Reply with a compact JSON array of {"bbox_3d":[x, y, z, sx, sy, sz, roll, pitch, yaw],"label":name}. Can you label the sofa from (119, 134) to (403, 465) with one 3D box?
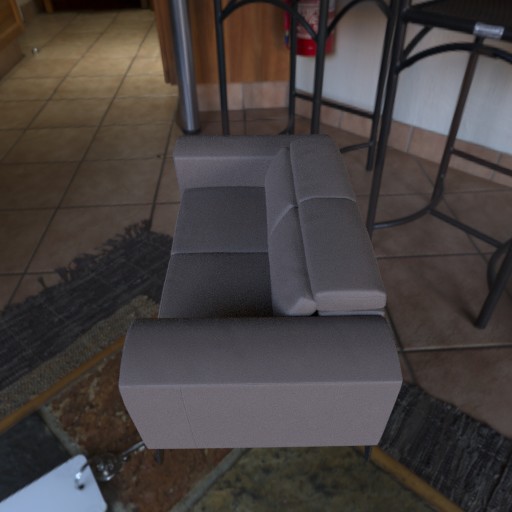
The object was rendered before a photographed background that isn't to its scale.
[{"bbox_3d":[0.000,0.000,2.360,1.003,0.779,1.895,-1,41,-1],"label":"sofa"}]
